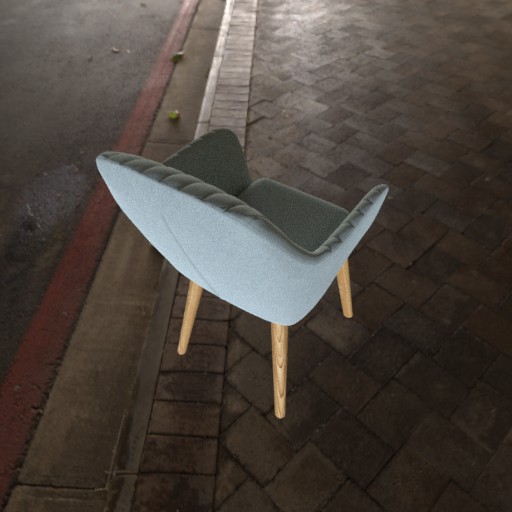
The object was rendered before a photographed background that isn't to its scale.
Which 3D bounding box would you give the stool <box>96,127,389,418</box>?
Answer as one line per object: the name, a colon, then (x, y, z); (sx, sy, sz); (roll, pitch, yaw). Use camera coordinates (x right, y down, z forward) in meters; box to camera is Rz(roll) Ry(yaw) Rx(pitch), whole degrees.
stool: (0.000, 0.000, 1.185); (0.503, 0.830, 0.590); (26, 51, 23)
